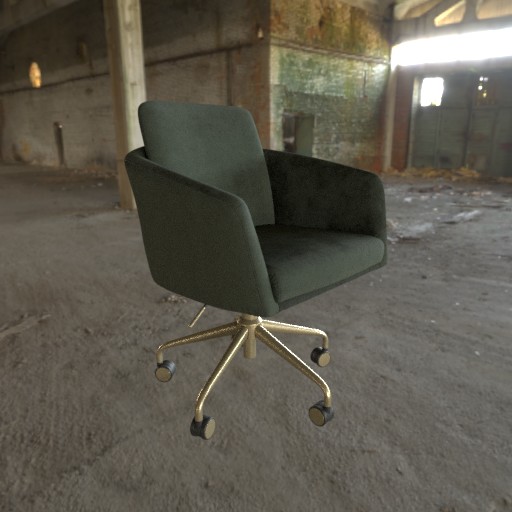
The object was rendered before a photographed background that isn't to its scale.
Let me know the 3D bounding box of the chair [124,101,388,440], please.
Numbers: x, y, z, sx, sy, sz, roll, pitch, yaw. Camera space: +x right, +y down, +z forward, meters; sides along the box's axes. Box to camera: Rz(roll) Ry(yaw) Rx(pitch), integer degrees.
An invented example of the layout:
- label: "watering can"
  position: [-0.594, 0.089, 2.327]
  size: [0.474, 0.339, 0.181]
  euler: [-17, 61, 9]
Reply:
- label: "chair"
  position: [0.000, 0.000, 1.352]
  size: [0.635, 0.908, 0.641]
  euler: [14, 20, 42]
